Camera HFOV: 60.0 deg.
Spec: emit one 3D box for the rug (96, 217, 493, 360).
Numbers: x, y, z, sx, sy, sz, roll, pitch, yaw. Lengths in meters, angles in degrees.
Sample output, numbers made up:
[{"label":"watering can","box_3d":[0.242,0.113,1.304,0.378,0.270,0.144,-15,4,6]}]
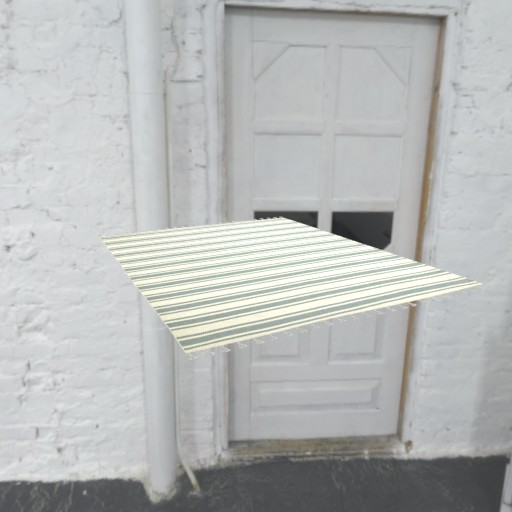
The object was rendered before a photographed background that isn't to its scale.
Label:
[{"label":"rug","box_3d":[0.000,0.000,4.187,2.439,0.005,3.201,-8,18,-26]}]
